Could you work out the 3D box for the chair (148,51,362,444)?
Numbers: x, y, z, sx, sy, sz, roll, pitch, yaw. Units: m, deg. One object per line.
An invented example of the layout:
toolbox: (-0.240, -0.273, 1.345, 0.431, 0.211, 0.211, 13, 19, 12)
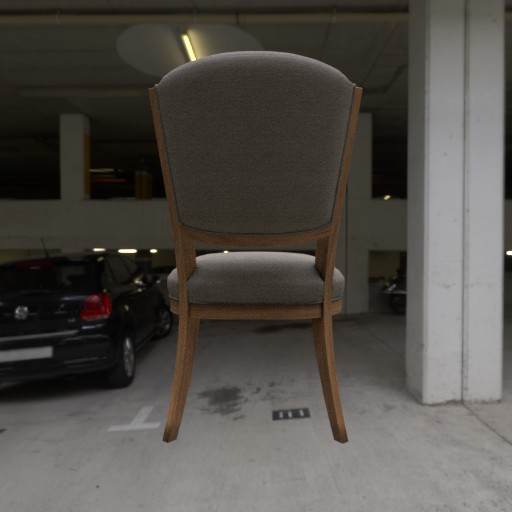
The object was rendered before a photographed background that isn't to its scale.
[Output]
chair: (0.000, 0.000, 1.241, 0.513, 0.905, 0.584, 0, 1, 1)
